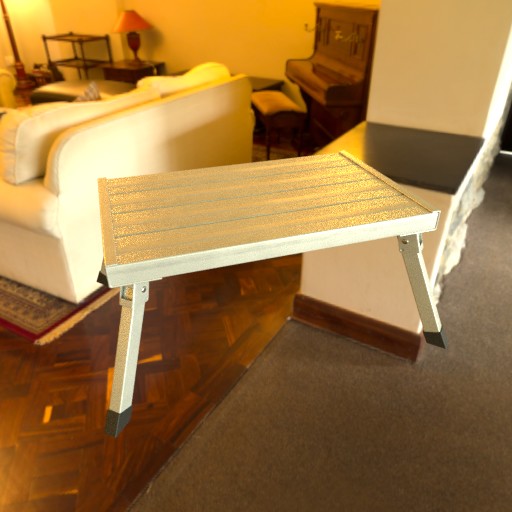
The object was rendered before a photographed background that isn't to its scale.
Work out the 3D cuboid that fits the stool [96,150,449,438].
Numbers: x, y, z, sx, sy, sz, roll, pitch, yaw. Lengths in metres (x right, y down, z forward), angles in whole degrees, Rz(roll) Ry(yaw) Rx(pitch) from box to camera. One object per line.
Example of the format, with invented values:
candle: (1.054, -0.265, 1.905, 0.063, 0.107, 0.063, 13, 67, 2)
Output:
stool: (0.000, 0.000, 0.733, 0.535, 0.225, 0.385, -10, 33, -16)
